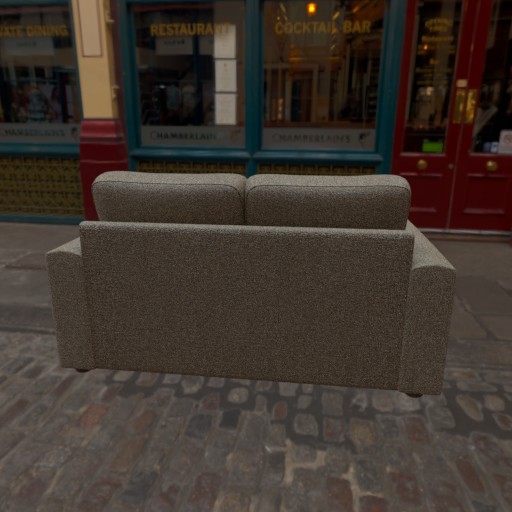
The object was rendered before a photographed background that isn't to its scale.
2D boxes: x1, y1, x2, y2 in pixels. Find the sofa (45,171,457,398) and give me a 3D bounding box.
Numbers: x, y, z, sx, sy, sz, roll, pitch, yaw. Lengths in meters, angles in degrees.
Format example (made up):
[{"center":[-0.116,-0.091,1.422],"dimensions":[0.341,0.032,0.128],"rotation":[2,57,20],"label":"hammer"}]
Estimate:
[{"center":[0.000,0.000,2.214],"dimensions":[1.616,0.873,1.016],"rotation":[2,16,7],"label":"sofa"}]
